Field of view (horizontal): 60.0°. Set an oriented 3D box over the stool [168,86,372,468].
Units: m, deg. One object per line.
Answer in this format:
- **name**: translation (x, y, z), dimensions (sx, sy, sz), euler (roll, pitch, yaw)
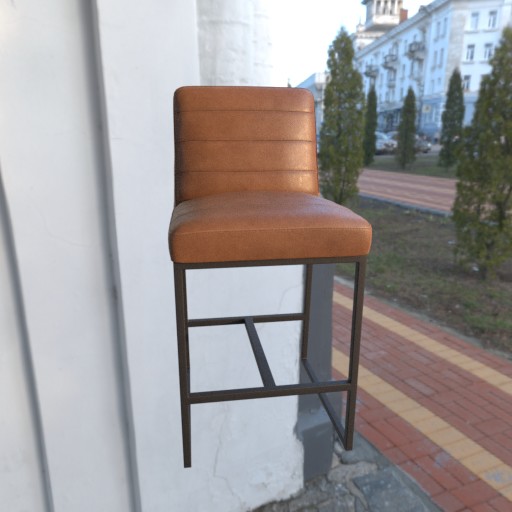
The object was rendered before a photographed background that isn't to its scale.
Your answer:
- **stool**: translation (0.000, 0.000, 1.249), dimensions (0.458, 0.940, 0.556), euler (-2, 16, -8)
